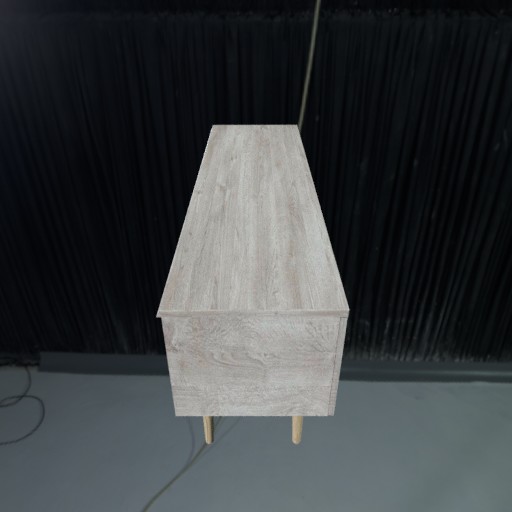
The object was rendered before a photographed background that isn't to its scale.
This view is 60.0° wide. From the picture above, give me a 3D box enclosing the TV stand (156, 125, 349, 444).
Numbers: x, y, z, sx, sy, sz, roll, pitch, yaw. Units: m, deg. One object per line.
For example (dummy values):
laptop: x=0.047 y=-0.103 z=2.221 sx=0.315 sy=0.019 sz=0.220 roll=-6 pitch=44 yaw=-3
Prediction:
TV stand: x=0.000 y=0.000 z=1.578 sx=0.401 sy=0.565 sz=1.313 roll=0 pitch=32 yaw=0
